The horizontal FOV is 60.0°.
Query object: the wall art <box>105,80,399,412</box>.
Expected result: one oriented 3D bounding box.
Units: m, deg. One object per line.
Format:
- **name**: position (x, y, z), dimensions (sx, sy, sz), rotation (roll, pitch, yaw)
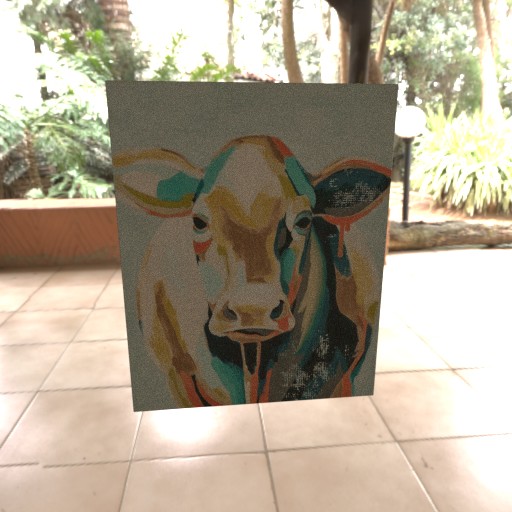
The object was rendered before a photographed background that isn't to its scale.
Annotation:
- **wall art**: position (0.000, 0.000, 0.699), dimensions (0.409, 0.509, 0.037), rotation (-2, 16, -6)
